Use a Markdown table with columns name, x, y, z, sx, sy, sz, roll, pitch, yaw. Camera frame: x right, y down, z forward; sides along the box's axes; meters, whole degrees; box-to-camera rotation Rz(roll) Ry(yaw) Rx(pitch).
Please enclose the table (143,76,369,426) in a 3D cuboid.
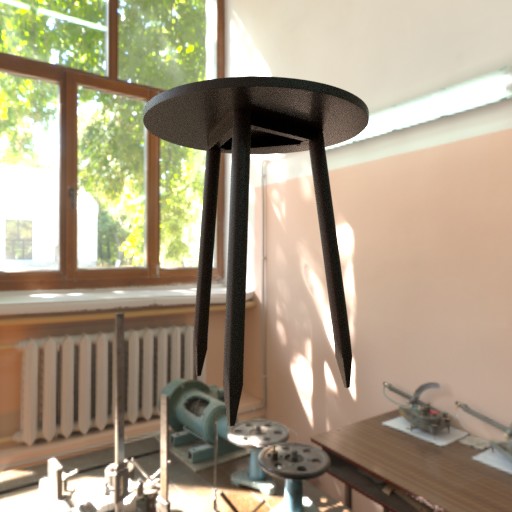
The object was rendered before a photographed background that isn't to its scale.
| name | x | y | z | sx | sy | sz | roll | pitch | yaw |
| --- | --- | --- | --- | --- | --- | --- | --- | --- | --- |
| table | 0.000 | 0.000 | 0.925 | 0.457 | 0.585 | 0.457 | 0 | 0 | 0 |
